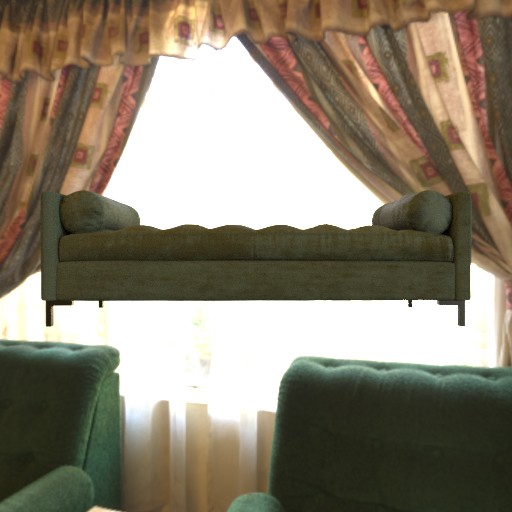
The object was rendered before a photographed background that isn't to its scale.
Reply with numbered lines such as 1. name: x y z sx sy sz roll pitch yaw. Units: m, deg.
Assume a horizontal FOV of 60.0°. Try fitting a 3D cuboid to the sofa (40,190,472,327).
1. sofa: 0.000 0.000 2.530 2.130 0.681 0.817 0 1 0
